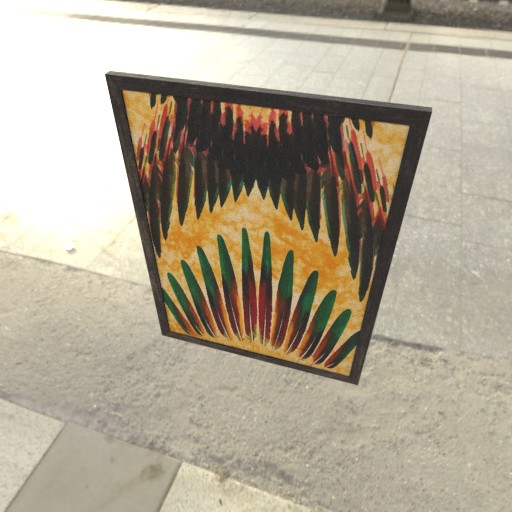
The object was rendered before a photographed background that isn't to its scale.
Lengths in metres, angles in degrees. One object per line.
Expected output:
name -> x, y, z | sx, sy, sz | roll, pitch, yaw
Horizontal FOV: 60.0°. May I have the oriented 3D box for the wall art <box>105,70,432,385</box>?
wall art -> 0.000, 0.000, 1.418 | 0.812, 1.066, 0.029 | 11, 43, 13
